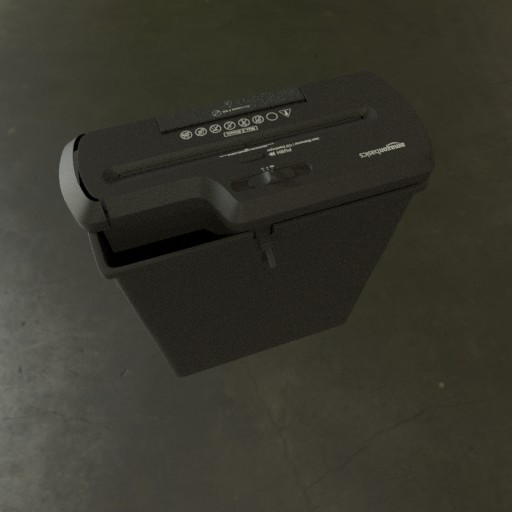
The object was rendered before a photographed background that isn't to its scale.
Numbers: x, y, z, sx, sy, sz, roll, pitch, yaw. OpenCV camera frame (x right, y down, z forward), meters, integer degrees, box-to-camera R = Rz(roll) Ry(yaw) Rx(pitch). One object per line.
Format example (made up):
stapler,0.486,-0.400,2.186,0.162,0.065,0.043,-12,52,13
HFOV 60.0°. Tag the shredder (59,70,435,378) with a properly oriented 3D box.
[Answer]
shredder,0.000,0.000,0.503,0.320,0.335,0.170,-16,59,-10
